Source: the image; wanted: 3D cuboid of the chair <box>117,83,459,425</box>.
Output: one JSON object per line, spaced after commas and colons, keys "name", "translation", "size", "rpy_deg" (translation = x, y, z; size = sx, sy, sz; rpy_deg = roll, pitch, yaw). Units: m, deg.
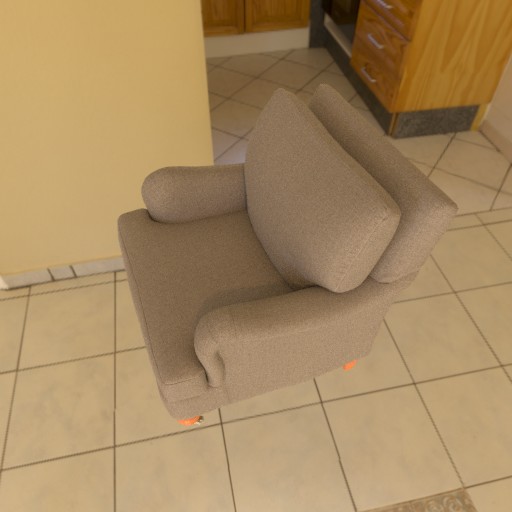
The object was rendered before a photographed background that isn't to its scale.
{"name": "chair", "translation": [0.000, 0.000, 1.885], "size": [1.070, 1.038, 0.955], "rpy_deg": [-16, 50, -14]}
